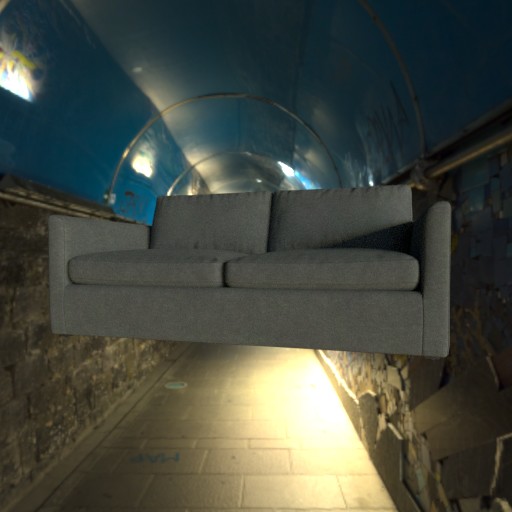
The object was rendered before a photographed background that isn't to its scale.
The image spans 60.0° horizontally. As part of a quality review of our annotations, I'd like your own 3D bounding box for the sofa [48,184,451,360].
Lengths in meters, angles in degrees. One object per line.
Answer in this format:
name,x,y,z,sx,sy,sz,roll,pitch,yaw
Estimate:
sofa,0.000,0.000,2.499,1.909,0.845,1.091,0,0,17
